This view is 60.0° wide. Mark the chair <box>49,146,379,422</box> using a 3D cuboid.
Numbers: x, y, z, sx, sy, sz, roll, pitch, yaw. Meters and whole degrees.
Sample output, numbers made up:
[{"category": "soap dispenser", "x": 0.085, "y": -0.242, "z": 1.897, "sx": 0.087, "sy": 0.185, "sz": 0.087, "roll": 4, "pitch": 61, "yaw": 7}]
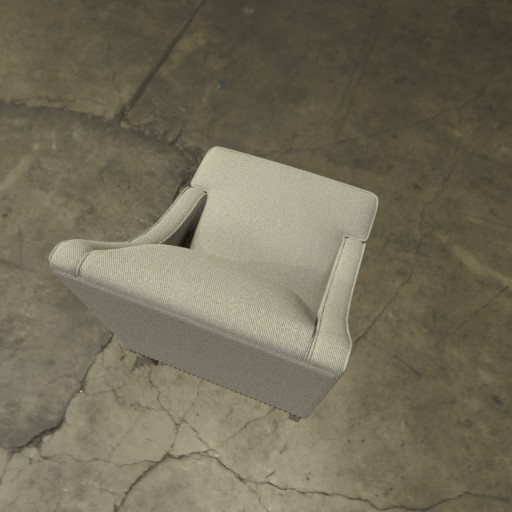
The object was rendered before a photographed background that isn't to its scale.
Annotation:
[{"category": "chair", "x": 0.000, "y": 0.000, "z": 1.364, "sx": 0.628, "sy": 0.872, "sz": 0.748, "roll": 19, "pitch": 65, "yaw": 9}]
